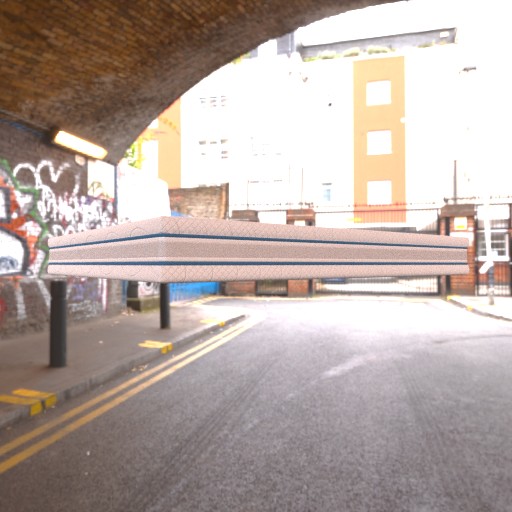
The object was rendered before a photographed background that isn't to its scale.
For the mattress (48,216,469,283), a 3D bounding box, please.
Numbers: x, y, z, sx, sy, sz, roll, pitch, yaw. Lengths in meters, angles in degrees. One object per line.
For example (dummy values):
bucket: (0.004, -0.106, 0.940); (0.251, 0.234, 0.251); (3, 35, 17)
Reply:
mattress: (0.000, 0.000, 2.684); (2.000, 0.230, 1.600); (1, -1, -37)
